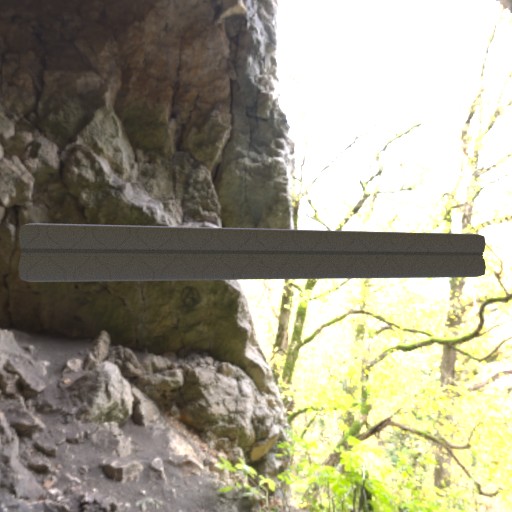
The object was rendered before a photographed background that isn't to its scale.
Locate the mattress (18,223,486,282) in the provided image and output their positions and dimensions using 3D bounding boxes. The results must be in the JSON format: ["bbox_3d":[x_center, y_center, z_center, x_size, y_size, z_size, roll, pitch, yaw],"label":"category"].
[{"bbox_3d":[0.000,0.000,2.159,1.900,0.200,0.900,0,-1,-16],"label":"mattress"}]
